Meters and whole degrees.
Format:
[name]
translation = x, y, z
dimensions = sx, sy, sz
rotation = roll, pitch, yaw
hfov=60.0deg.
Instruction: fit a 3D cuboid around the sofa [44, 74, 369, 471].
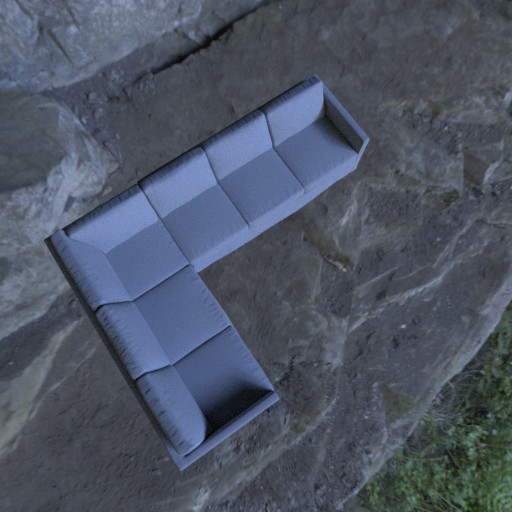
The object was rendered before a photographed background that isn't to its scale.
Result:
[sofa]
translation = 0.000, 0.000, 4.344
dimensions = 3.182, 0.871, 2.432
rotation = -34, 78, -8
